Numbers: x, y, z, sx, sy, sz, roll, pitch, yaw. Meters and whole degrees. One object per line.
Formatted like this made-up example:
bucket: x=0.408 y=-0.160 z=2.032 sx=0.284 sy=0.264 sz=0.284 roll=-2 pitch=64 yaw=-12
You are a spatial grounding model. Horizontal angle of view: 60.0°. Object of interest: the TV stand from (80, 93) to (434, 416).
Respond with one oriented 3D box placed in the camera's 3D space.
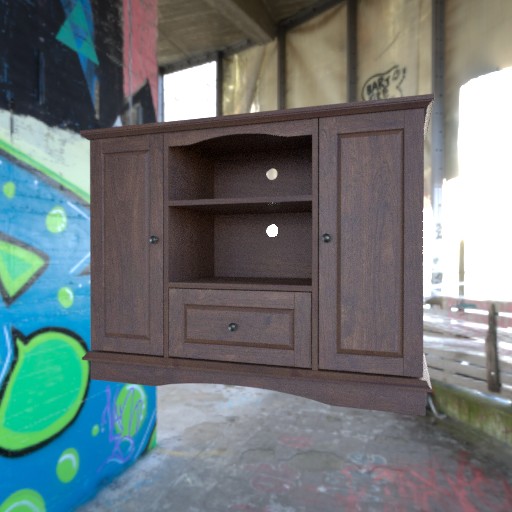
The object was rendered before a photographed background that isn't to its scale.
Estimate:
TV stand: x=0.000 y=0.000 z=1.463 sx=1.067 sy=0.813 sz=0.406 roll=0 pitch=1 yaw=18
